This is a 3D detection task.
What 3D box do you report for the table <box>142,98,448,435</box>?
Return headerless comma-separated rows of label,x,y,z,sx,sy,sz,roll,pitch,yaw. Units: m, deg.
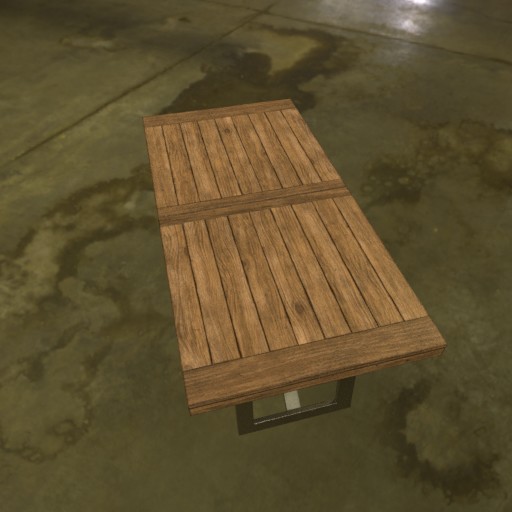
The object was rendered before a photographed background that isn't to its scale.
table,0.000,0.000,2.394,0.931,0.757,1.867,-11,48,-10
